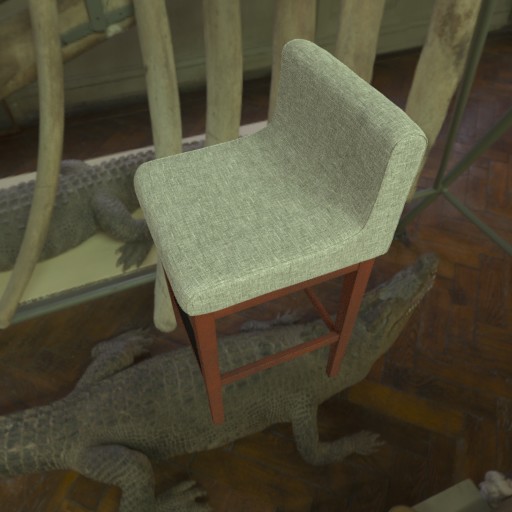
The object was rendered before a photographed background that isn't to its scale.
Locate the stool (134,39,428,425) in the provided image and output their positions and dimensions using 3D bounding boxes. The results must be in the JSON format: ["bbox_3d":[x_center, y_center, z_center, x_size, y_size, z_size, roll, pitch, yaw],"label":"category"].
[{"bbox_3d":[0.000,0.000,1.083,0.459,0.835,0.417,-18,50,-16],"label":"stool"}]
